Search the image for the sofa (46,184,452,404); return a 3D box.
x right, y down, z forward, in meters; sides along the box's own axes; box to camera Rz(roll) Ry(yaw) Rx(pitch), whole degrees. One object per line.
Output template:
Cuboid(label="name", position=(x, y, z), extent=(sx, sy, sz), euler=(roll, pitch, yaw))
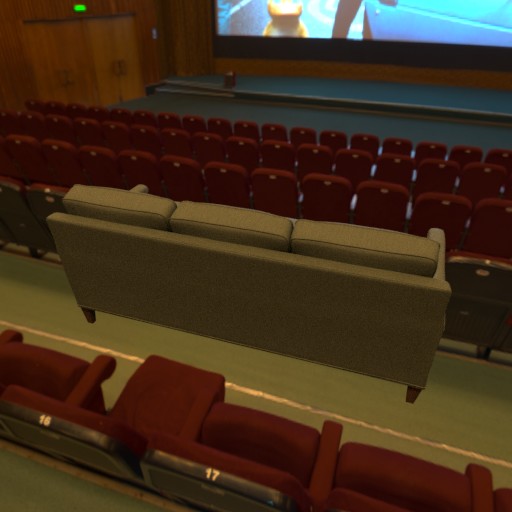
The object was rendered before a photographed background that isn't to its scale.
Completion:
Cuboid(label="sofa", position=(0.000, 0.000, 2.825), extent=(2.246, 1.003, 1.084), euler=(10, 34, 16))
